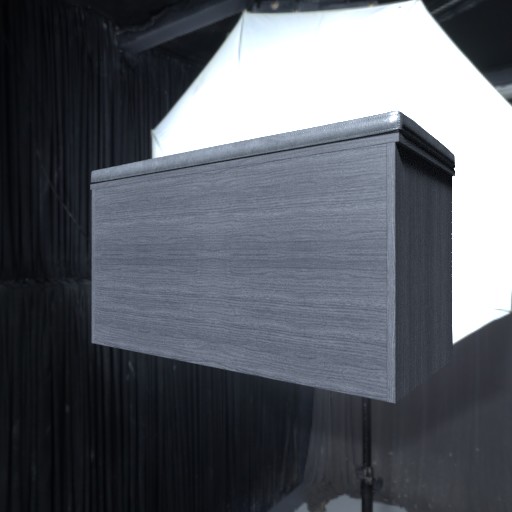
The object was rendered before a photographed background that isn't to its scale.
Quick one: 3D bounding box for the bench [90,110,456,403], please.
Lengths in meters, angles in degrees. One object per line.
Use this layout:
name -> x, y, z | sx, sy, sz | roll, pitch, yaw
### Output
bench -> 0.000, 0.000, 1.175 | 0.905, 0.501, 0.401 | 0, 0, 37
